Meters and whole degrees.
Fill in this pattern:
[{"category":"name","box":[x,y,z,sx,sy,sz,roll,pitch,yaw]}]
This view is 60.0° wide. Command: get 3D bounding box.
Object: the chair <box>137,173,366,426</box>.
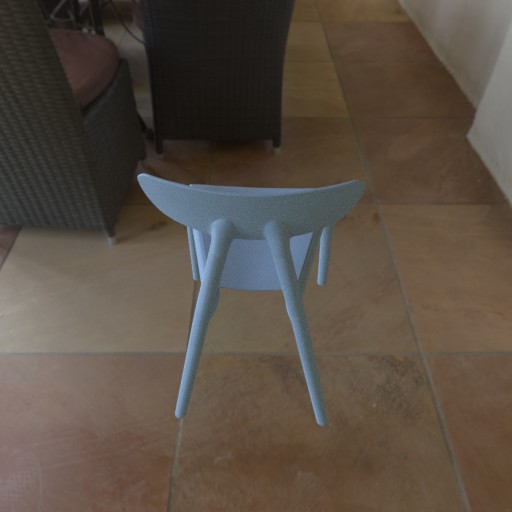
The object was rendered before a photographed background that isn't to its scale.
[{"category":"chair","box":[0.000,0.000,0.848,0.356,0.580,0.401,2,46,2]}]
